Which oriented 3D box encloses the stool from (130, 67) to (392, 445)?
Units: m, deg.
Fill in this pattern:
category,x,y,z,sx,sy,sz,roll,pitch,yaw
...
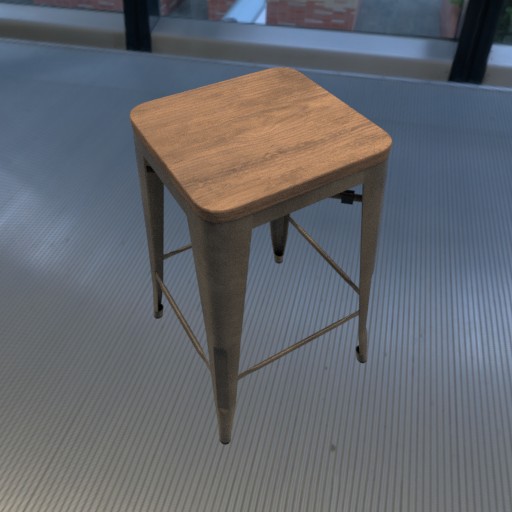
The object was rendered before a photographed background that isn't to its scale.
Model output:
category,x,y,z,sx,sy,sz,roll,pitch,yaw
stool,0.000,0.000,0.918,0.407,0.607,0.407,-24,52,-20
